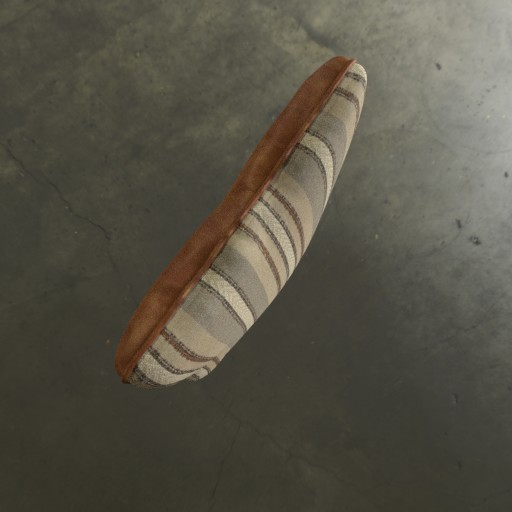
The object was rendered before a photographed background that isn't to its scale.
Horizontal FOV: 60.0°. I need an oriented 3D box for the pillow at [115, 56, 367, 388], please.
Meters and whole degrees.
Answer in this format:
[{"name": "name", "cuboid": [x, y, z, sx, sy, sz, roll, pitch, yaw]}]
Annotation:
[{"name": "pillow", "cuboid": [0.000, 0.000, 0.735, 0.130, 0.490, 0.489, 33, 79, 8]}]
